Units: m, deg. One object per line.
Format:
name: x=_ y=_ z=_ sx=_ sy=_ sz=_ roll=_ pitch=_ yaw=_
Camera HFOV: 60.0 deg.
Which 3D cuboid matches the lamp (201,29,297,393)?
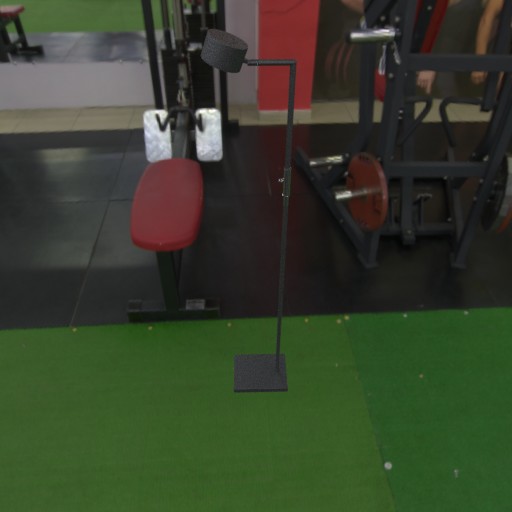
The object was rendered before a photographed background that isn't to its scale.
lamp: x=0.000 y=0.000 z=1.710 sx=0.304 sy=1.600 sz=0.203 roll=-1 pitch=41 yaw=-1
